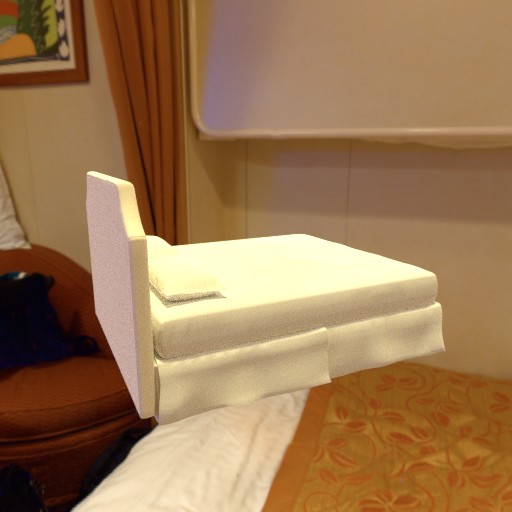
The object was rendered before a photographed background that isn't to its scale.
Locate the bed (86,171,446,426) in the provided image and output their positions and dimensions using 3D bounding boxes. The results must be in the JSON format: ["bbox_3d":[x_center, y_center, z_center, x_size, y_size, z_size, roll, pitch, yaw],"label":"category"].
[{"bbox_3d":[0.000,0.000,4.268,2.773,1.590,2.350,-7,15,-26],"label":"bed"}]
